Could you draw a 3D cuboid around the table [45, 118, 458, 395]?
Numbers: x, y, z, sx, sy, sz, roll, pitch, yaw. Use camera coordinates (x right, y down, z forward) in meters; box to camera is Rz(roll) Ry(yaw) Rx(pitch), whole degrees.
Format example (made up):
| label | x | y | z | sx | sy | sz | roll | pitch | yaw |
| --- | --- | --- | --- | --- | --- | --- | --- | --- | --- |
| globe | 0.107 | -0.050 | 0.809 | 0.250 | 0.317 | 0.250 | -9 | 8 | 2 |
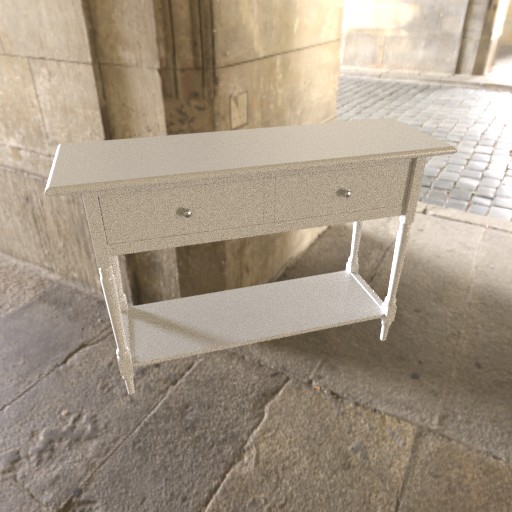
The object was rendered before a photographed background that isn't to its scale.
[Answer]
| label | x | y | z | sx | sy | sz | roll | pitch | yaw |
| --- | --- | --- | --- | --- | --- | --- | --- | --- | --- |
| table | 0.000 | 0.000 | 1.598 | 1.197 | 0.808 | 0.384 | -9 | 32 | -14 |
